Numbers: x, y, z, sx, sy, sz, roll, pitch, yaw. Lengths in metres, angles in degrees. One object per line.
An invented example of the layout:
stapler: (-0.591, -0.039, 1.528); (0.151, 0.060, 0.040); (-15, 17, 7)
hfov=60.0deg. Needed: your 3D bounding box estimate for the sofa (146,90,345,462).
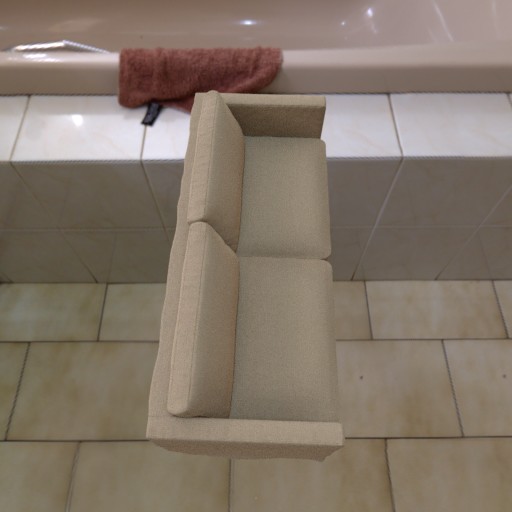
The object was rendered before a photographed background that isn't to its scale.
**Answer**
sofa: (0.000, 0.000, 2.824); (0.962, 0.853, 2.312); (2, 61, 1)
